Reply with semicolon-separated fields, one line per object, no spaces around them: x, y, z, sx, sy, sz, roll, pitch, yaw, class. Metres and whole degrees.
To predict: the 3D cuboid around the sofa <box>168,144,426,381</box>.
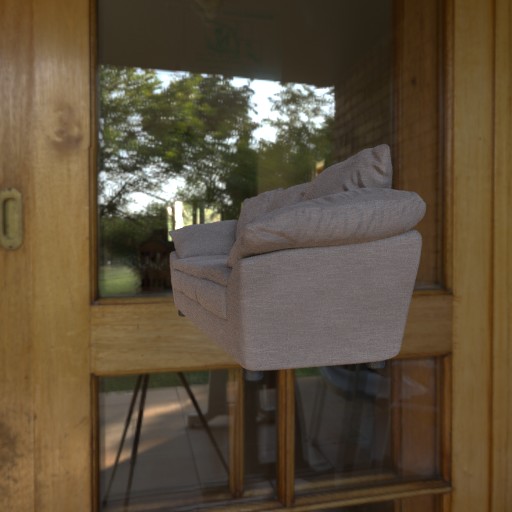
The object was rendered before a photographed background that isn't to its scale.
0.000;0.000;2.903;0.927;1.043;2.390;0;1;-18;sofa
